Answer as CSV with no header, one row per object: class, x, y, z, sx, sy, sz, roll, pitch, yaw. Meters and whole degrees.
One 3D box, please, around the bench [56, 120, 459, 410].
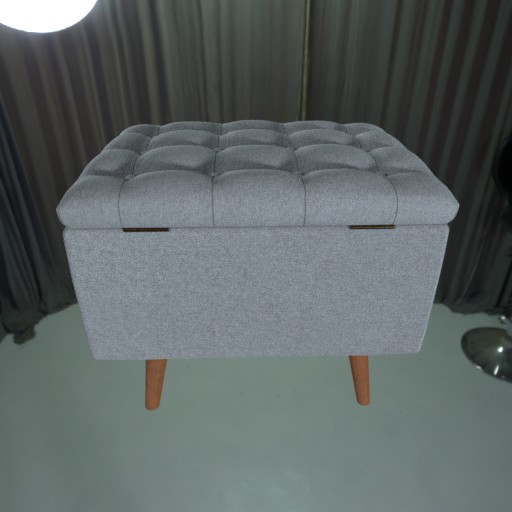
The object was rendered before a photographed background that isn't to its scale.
bench,0.000,0.000,0.889,0.572,0.469,0.417,-1,30,-1
